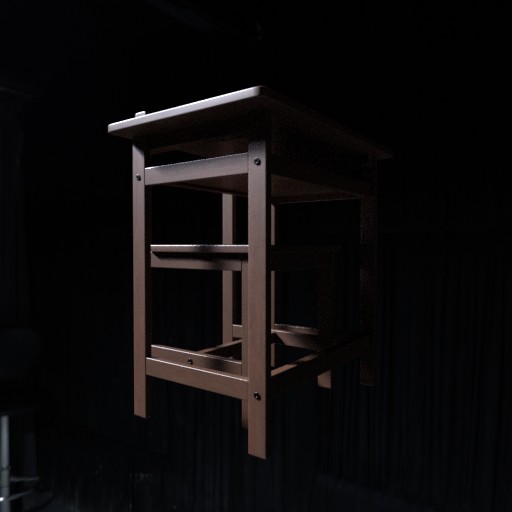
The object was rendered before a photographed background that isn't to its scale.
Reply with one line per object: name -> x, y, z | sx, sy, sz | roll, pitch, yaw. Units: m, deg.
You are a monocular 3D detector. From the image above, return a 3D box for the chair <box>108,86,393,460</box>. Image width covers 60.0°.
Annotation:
chair -> 0.000, 0.000, 1.056 | 0.463, 0.673, 0.599 | 1, 2, 36
